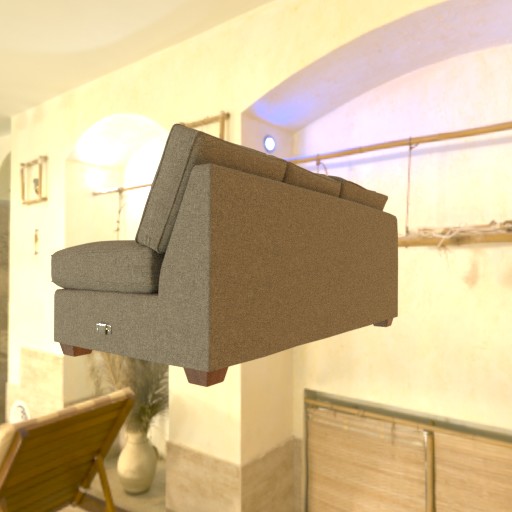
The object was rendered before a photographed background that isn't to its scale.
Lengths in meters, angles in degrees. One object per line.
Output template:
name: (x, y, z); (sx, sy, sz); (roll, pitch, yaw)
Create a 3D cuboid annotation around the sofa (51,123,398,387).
sofa: (0.000, 0.000, 2.572); (1.034, 0.946, 1.963); (-1, -1, 36)
